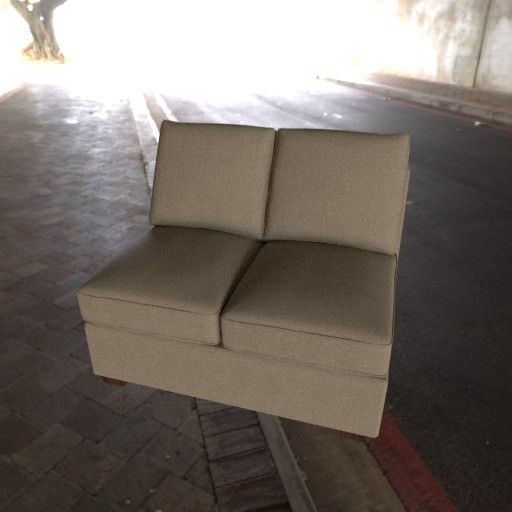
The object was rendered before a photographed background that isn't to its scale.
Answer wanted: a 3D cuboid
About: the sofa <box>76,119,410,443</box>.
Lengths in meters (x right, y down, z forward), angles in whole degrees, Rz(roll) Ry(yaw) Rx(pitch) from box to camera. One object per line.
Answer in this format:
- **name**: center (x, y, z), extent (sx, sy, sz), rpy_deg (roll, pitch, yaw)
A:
- **sofa**: center (0.000, 0.000, 1.976), extent (1.232, 1.006, 0.978), rpy_deg (8, 28, 15)
